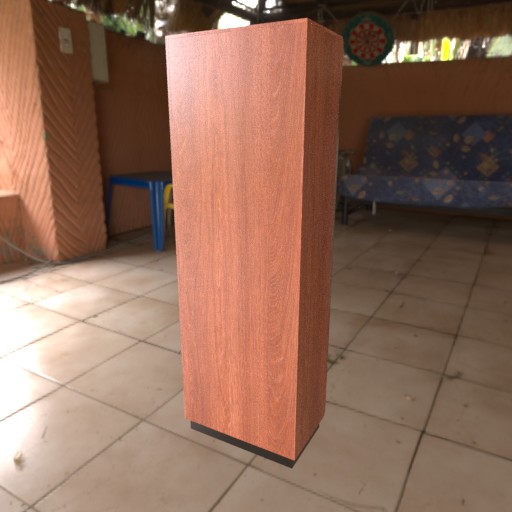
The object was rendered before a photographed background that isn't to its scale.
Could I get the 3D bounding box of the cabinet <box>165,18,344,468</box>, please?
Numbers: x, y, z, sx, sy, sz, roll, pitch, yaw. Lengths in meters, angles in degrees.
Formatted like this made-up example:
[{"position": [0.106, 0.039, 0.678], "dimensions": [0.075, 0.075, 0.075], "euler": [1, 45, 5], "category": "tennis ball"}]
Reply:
[{"position": [0.000, 0.000, 2.199], "dimensions": [0.660, 1.980, 0.420], "euler": [9, 18, 28], "category": "cabinet"}]
